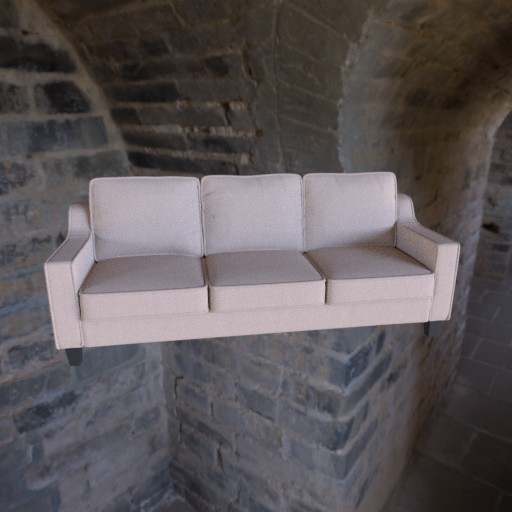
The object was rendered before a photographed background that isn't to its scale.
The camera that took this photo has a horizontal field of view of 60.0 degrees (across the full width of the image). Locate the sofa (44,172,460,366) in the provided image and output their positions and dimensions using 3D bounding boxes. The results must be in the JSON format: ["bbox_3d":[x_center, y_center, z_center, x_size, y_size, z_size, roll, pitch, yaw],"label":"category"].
[{"bbox_3d":[0.000,0.000,2.600,2.131,0.902,0.791,-3,18,-9],"label":"sofa"}]
